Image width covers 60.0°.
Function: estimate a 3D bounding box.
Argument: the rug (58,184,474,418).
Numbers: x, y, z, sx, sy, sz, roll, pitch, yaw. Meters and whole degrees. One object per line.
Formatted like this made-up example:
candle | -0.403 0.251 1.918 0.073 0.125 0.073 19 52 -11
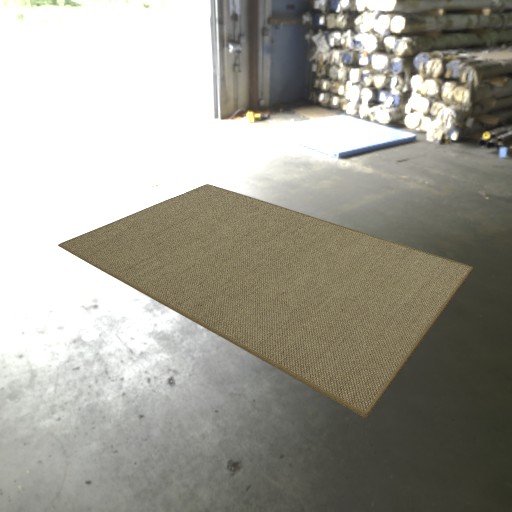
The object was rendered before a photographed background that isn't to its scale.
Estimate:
rug | 0.000 0.000 2.088 1.667 0.013 1.062 22 37 33
